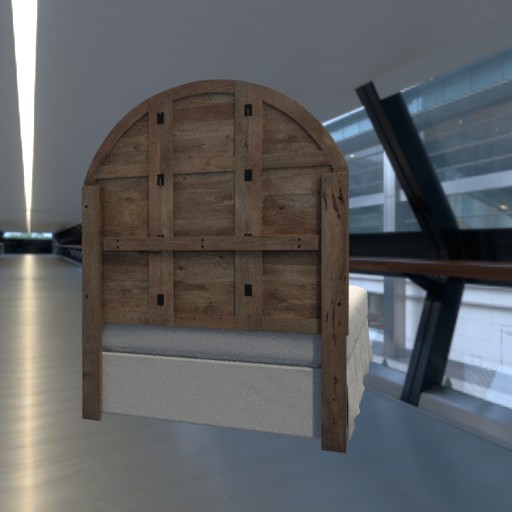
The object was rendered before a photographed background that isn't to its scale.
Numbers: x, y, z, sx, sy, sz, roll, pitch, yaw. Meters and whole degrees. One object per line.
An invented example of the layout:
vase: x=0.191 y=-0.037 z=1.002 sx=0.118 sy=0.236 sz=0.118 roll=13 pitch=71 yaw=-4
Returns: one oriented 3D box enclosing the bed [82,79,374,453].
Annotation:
bed: x=0.000 y=0.000 z=3.499 sx=1.713 sy=2.002 sz=2.112 roll=0 pitch=0 yaw=17
